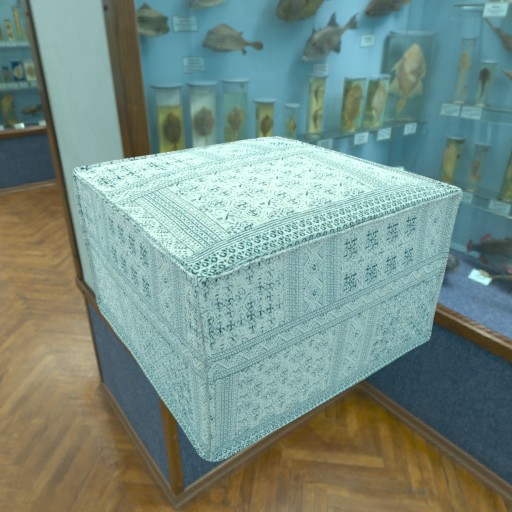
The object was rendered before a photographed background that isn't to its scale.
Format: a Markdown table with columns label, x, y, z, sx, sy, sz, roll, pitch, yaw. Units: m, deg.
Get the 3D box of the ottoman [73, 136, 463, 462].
| label | x | y | z | sx | sy | sz | roll | pitch | yaw |
| --- | --- | --- | --- | --- | --- | --- | --- | --- | --- |
| ottoman | 0.000 | 0.000 | 1.041 | 0.626 | 0.439 | 0.617 | -18 | 32 | -31 |
